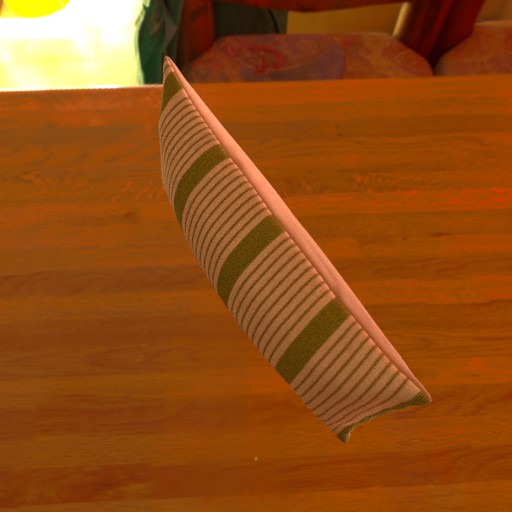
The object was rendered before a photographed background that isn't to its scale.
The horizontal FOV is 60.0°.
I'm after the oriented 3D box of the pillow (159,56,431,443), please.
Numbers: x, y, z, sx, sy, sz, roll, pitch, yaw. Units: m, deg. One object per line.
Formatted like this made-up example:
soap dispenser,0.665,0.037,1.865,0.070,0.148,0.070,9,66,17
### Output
pillow,0.000,0.000,0.701,0.156,0.292,0.608,-30,69,-13
